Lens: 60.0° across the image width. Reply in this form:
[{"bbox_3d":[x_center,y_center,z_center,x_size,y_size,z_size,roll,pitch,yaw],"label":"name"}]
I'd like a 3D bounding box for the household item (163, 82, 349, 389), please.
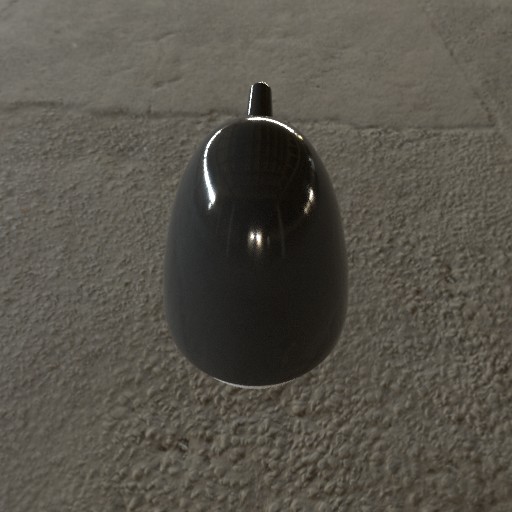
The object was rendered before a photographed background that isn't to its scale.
[{"bbox_3d":[0.000,0.000,0.226,0.102,0.152,0.104,2,48,2],"label":"household item"}]
